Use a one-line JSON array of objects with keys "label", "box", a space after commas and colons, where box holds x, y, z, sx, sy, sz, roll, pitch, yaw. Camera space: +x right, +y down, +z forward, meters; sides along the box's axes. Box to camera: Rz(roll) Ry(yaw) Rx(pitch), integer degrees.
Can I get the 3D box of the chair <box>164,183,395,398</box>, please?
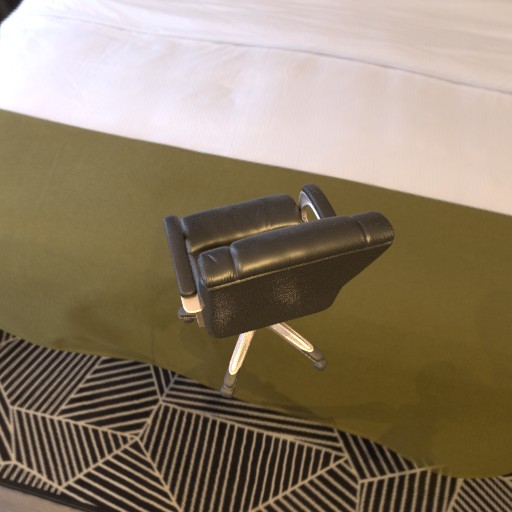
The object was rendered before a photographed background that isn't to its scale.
[{"label": "chair", "box": [0.000, 0.000, 1.659, 0.700, 1.145, 0.780, -14, 58, -9]}]
